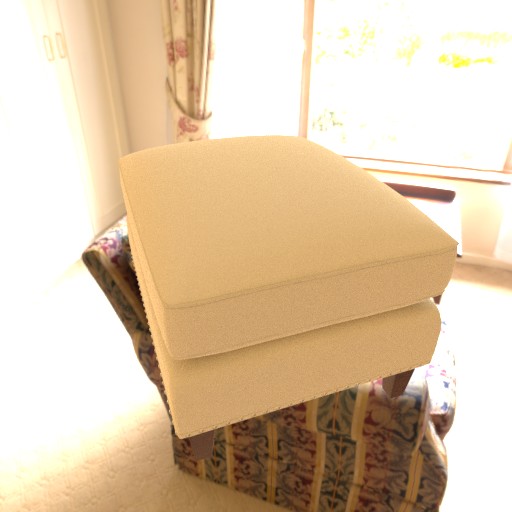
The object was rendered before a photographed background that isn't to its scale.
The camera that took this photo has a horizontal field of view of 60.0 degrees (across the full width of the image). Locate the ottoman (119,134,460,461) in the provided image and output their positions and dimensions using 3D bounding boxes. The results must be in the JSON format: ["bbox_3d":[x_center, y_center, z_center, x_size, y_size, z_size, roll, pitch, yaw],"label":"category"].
[{"bbox_3d":[0.000,0.000,1.134,0.584,0.513,0.741,-11,33,-17],"label":"ottoman"}]
